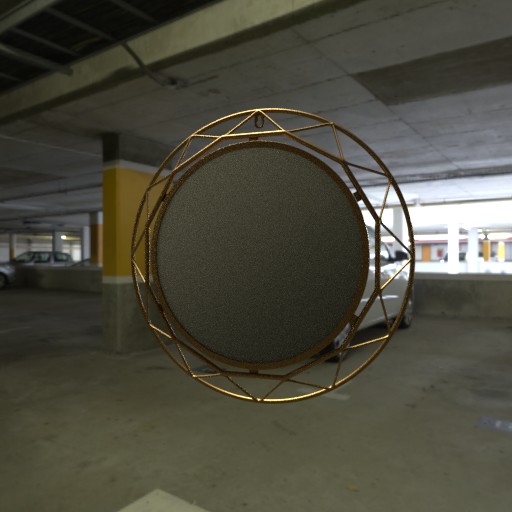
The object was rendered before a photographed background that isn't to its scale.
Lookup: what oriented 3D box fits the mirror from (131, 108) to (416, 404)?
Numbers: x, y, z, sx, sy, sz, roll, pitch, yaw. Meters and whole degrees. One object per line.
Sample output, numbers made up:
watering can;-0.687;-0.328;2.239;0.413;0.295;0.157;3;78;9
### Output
mirror;0.000;0.000;0.667;0.454;0.454;0.043;0;0;17
